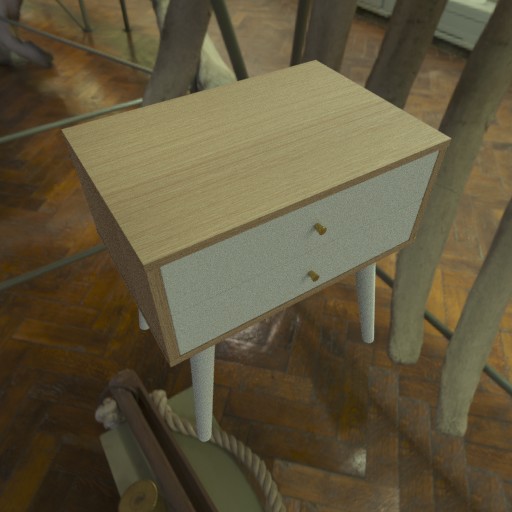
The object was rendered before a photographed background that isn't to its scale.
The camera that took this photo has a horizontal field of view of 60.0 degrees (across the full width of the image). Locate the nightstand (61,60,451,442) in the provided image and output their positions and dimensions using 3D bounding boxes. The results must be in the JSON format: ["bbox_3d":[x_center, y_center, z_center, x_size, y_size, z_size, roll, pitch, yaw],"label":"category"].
[{"bbox_3d":[0.000,0.000,1.000,0.571,0.610,0.407,-24,51,-21],"label":"nightstand"}]
